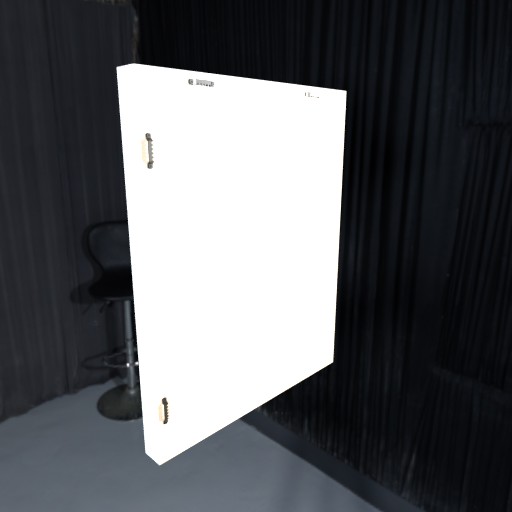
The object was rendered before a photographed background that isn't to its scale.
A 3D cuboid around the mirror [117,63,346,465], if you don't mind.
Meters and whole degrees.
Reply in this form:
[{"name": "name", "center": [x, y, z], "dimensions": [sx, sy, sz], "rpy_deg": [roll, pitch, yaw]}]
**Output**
[{"name": "mirror", "center": [0.000, 0.000, 0.689], "dimensions": [0.041, 0.509, 0.406], "rpy_deg": [14, 21, 43]}]
